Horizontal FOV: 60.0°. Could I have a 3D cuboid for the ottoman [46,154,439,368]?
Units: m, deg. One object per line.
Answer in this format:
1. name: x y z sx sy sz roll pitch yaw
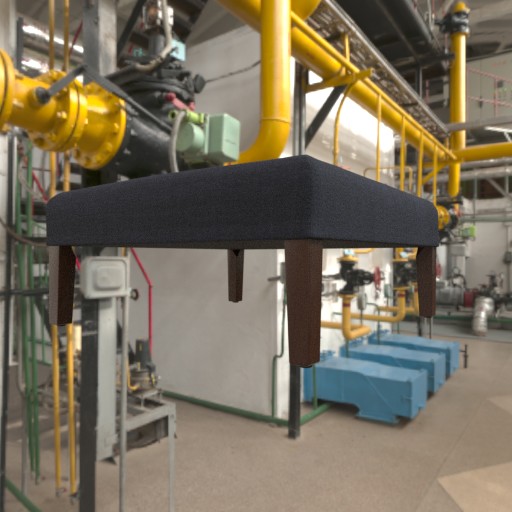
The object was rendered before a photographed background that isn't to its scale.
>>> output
1. ottoman: 0.000 0.000 1.394 0.890 0.411 0.889 0 0 36
